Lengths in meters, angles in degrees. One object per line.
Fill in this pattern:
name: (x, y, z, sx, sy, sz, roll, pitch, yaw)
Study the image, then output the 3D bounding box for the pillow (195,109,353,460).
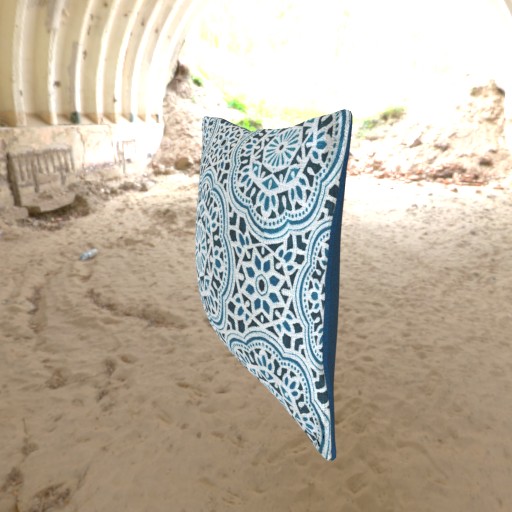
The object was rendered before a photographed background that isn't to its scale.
pillow: (0.000, 0.000, 0.679, 0.145, 0.420, 0.440, -8, 19, -24)
